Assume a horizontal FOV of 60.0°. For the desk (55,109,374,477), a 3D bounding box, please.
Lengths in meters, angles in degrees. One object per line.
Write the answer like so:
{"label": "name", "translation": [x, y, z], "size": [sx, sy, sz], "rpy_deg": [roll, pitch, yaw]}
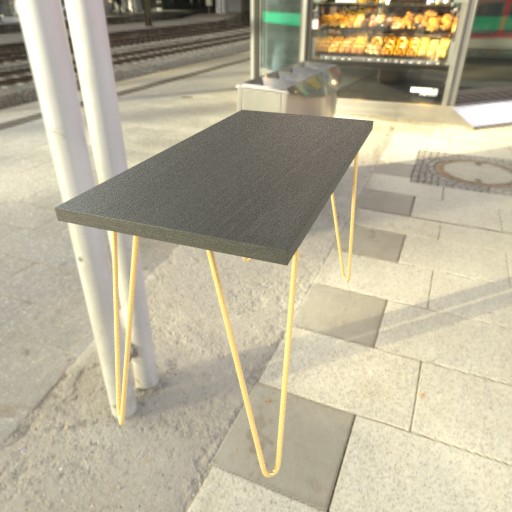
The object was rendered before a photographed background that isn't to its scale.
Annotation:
{"label": "desk", "translation": [0.000, 0.000, 1.392], "size": [0.499, 0.660, 0.991], "rpy_deg": [11, 32, 18]}
